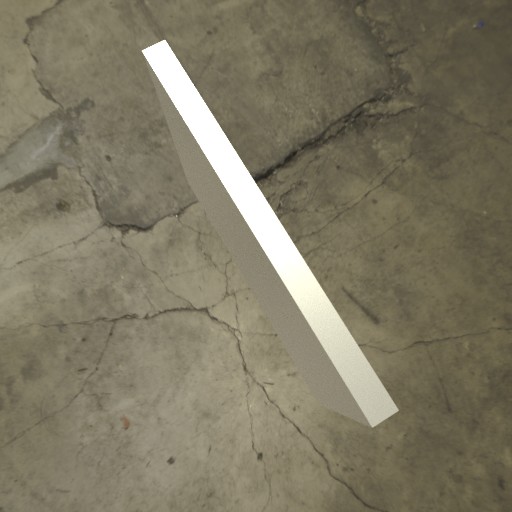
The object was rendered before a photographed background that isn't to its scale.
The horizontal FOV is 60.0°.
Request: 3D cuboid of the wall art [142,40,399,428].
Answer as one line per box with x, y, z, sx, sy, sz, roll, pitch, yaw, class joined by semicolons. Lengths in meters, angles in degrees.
0.000;0.000;1.415;0.066;0.801;1.056;-29;77;-8;wall art
